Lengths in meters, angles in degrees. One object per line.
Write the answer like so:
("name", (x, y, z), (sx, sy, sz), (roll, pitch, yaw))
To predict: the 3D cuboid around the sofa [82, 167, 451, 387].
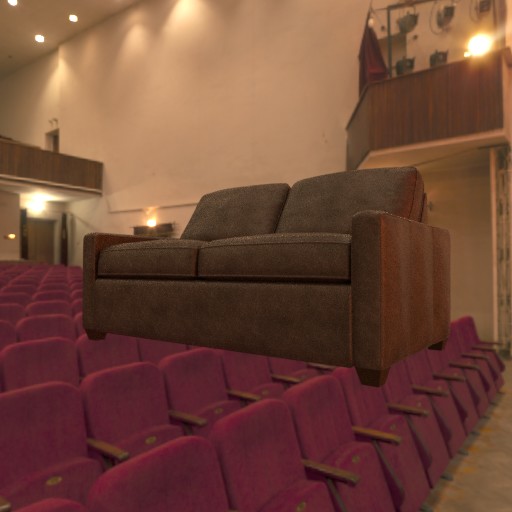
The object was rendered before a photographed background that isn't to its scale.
("sofa", (0.000, 0.000, 2.320), (1.732, 0.916, 0.939), (-1, -2, 36))
